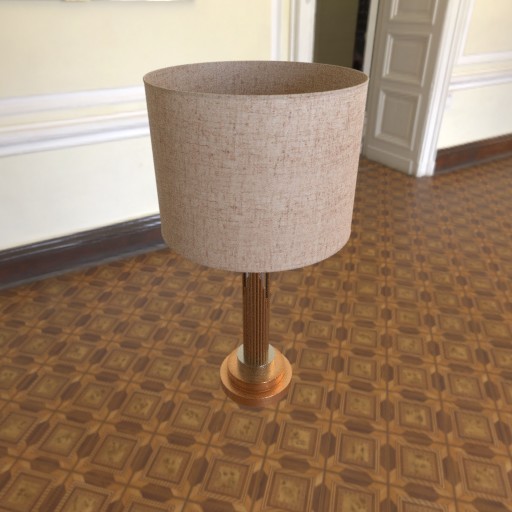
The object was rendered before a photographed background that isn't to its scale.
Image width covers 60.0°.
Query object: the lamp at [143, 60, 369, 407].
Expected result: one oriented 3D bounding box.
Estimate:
[{"bbox_3d":[0.000,0.000,0.797,0.321,0.610,0.321,-9,32,-16],"label":"lamp"}]
